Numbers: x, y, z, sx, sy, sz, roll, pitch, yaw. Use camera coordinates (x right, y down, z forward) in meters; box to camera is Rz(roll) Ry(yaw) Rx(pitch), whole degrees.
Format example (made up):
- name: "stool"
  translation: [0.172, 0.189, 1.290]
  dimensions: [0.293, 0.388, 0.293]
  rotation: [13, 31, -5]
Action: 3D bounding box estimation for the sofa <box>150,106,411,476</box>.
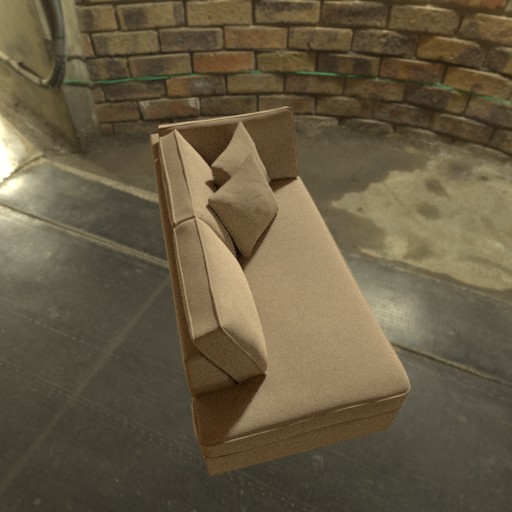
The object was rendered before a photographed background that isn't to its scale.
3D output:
- name: "sofa"
  translation: [0.000, 0.000, 2.849]
  dimensions: [1.110, 1.033, 2.237]
  rotation: [-10, 47, -10]
